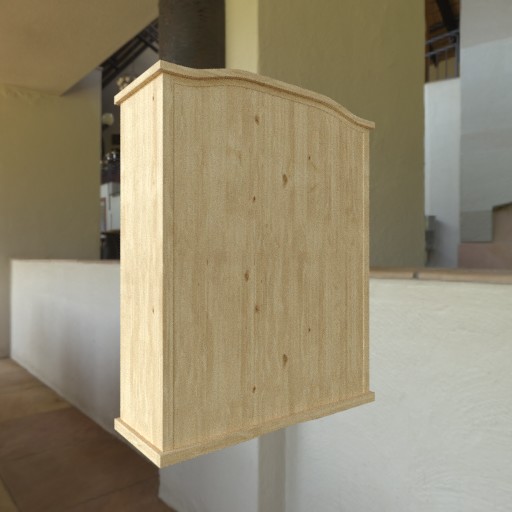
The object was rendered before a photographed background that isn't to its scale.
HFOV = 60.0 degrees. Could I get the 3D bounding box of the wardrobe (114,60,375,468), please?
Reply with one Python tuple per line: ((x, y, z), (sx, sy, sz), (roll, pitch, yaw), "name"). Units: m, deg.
((0.000, 0.000, 2.629), (1.500, 1.870, 0.570), (0, 0, -37), "wardrobe")
